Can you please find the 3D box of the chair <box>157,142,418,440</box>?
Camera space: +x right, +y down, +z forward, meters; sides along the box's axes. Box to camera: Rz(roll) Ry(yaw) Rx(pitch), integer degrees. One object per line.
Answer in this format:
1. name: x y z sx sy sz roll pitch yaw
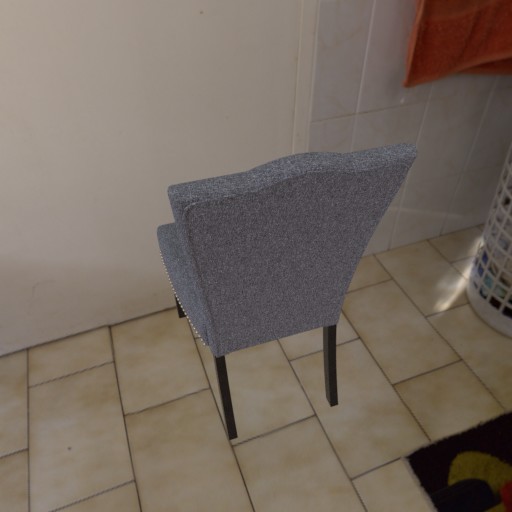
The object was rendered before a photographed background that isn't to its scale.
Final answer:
1. chair: 0.000 0.000 1.299 0.518 0.946 0.589 -13 45 -14
